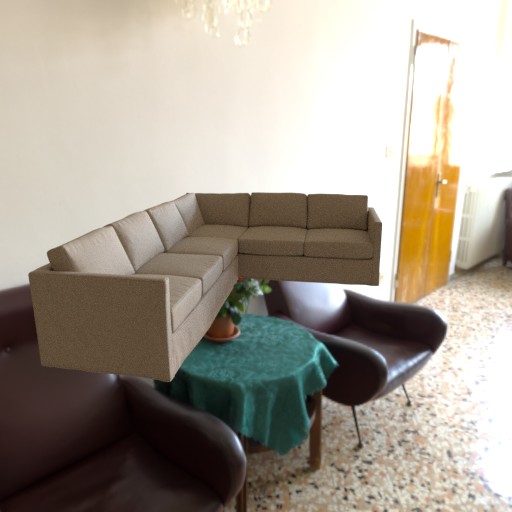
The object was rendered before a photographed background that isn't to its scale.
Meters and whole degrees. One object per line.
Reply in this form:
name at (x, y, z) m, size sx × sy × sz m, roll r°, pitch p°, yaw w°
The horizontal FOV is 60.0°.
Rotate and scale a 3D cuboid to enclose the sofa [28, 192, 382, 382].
sofa at (0.000, 0.000, 4.197) m, size 2.432 × 0.871 × 3.182 m, roll 3°, pitch 15°, yaw 9°
